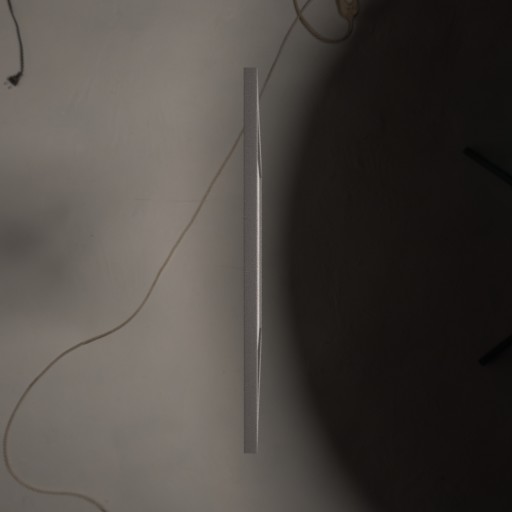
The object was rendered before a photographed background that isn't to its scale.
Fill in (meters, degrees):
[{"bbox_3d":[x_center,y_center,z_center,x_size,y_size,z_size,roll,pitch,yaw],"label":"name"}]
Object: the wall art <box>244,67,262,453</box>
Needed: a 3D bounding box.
[{"bbox_3d":[0.000,0.000,0.702,0.013,0.534,0.380,0,91,1],"label":"wall art"}]
